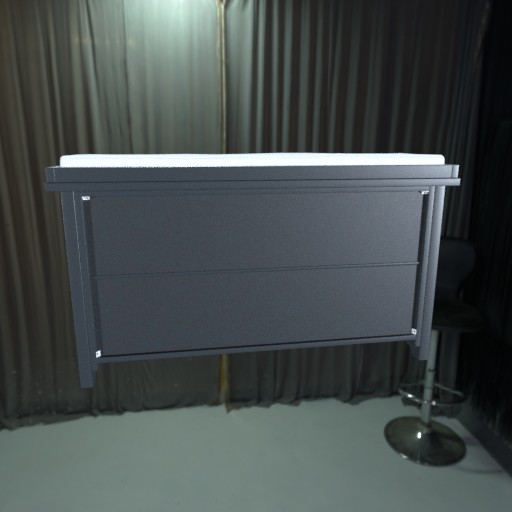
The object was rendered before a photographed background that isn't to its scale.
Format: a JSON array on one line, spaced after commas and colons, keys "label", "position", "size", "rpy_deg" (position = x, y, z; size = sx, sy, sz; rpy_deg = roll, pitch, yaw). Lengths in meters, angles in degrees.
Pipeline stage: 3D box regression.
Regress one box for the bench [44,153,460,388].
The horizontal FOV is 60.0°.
[{"label": "bench", "position": [0.000, 0.000, 1.239], "size": [0.973, 0.561, 0.345], "rpy_deg": [-2, 14, -9]}]
